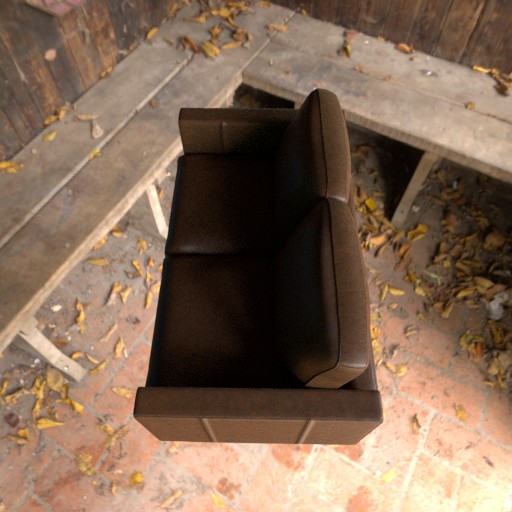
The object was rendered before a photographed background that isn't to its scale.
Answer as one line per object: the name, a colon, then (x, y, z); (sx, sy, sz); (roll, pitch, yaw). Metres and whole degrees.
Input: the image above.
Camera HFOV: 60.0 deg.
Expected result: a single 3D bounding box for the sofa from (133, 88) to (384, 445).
sofa: (0.000, 0.000, 2.114); (0.909, 0.951, 1.578); (1, 59, 0)
